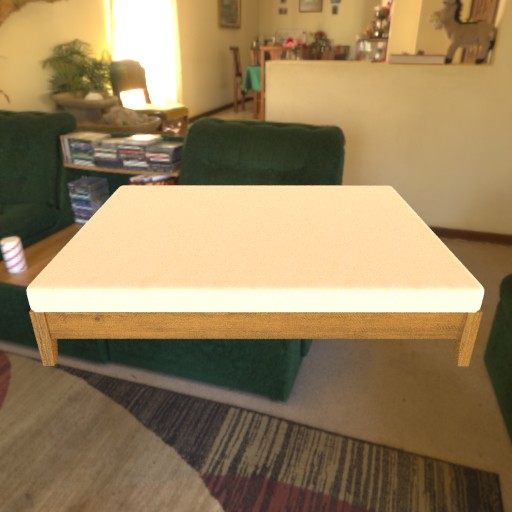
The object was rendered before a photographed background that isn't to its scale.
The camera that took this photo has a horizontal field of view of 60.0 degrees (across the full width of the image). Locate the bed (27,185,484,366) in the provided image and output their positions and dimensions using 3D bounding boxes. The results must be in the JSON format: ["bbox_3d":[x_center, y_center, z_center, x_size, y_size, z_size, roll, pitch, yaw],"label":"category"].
[{"bbox_3d":[0.000,0.000,2.682,2.016,0.431,1.536,0,26,0],"label":"bed"}]
